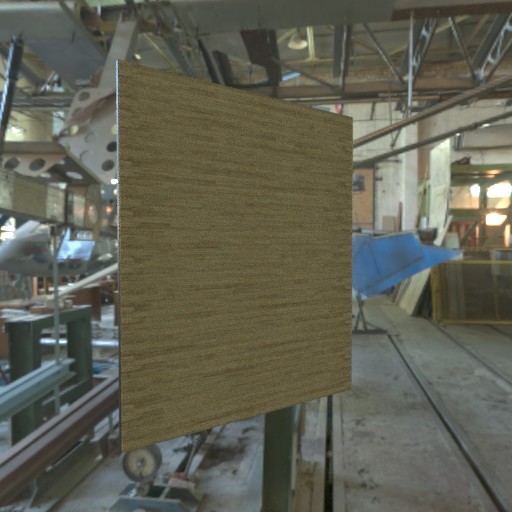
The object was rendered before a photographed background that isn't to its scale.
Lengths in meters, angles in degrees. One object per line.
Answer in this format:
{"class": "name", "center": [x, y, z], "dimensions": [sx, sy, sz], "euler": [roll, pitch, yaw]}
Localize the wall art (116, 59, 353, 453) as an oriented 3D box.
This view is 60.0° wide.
{"class": "wall art", "center": [0.000, 0.000, 0.772], "dimensions": [0.483, 0.559, 0.009], "euler": [-1, 2, -36]}
